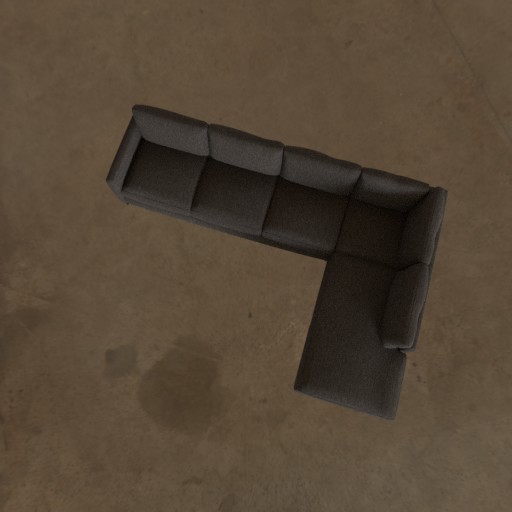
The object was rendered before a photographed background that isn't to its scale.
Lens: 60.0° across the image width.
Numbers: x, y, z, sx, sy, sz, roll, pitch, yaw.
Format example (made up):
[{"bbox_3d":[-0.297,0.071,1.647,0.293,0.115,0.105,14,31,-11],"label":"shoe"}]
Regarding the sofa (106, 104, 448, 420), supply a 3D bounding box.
[{"bbox_3d":[0.000,0.000,3.897,2.949,0.815,2.007,16,76,4],"label":"sofa"}]
